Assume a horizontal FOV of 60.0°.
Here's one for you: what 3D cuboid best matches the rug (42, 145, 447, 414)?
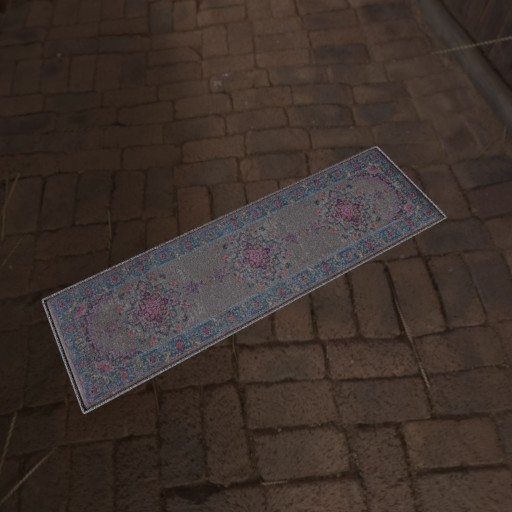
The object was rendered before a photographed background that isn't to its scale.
[{"bbox_3d":[0.000,0.000,2.030,1.827,0.012,0.553,-26,63,-15],"label":"rug"}]
